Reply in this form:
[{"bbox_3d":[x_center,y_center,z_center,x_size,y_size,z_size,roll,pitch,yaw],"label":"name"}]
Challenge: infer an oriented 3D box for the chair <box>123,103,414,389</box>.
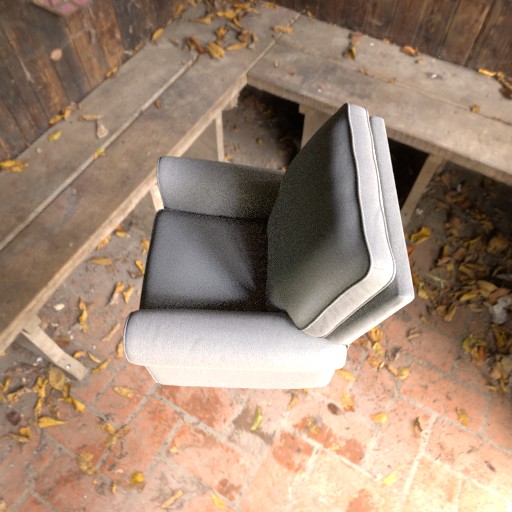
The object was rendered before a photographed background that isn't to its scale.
[{"bbox_3d":[0.000,0.000,1.706,0.878,0.960,0.890,1,59,1],"label":"chair"}]
